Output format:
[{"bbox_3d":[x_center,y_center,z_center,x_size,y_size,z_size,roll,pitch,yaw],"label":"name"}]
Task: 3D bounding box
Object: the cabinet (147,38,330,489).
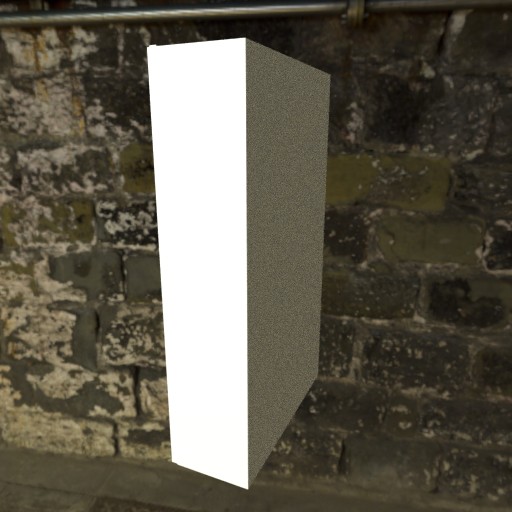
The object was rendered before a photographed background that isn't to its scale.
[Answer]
[{"bbox_3d":[0.000,0.000,2.669,0.480,2.160,1.250,7,17,24],"label":"cabinet"}]
